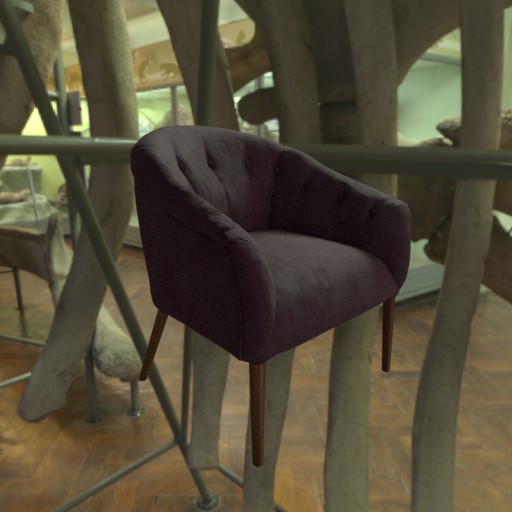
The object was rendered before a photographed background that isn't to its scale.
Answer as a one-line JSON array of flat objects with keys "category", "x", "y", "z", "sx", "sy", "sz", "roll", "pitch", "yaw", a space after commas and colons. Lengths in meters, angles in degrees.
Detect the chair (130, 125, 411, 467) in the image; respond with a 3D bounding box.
[{"category": "chair", "x": 0.000, "y": 0.000, "z": 1.532, "sx": 0.776, "sy": 0.885, "sz": 0.851, "roll": 13, "pitch": 19, "yaw": 42}]
